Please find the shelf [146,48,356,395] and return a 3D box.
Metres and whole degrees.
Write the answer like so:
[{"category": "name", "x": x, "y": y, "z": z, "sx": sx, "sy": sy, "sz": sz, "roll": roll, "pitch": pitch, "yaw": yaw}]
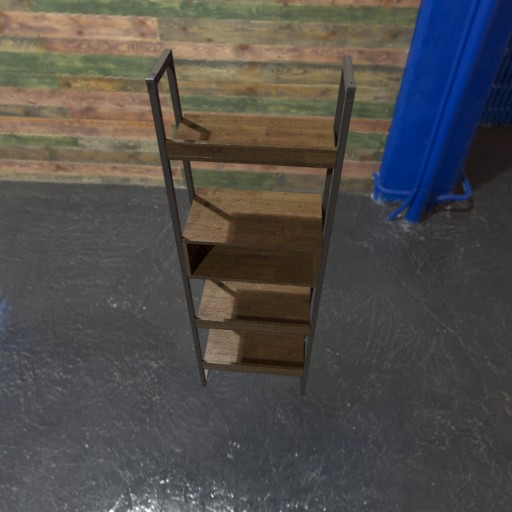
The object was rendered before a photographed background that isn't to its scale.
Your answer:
[{"category": "shelf", "x": 0.000, "y": 0.000, "z": 2.240, "sx": 0.652, "sy": 2.005, "sz": 0.454, "roll": 4, "pitch": 46, "yaw": 4}]
